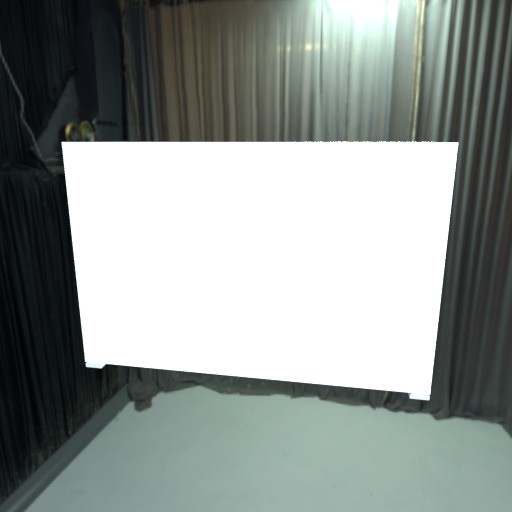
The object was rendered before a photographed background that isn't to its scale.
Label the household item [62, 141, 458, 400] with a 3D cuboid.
[{"bbox_3d":[0.000,0.000,1.741,1.300,0.867,0.420,3,15,10],"label":"household item"}]
